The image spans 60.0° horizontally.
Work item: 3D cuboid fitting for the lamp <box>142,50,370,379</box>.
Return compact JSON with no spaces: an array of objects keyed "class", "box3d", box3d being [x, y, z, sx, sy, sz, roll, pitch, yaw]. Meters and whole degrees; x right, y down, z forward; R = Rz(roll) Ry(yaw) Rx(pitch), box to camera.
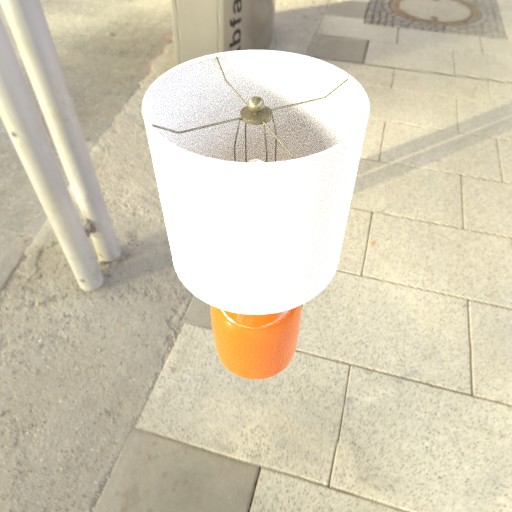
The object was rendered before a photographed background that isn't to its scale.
[{"class":"lamp","box3d":[0.000,0.000,1.143,0.418,0.871,0.418,10,48,9]}]
